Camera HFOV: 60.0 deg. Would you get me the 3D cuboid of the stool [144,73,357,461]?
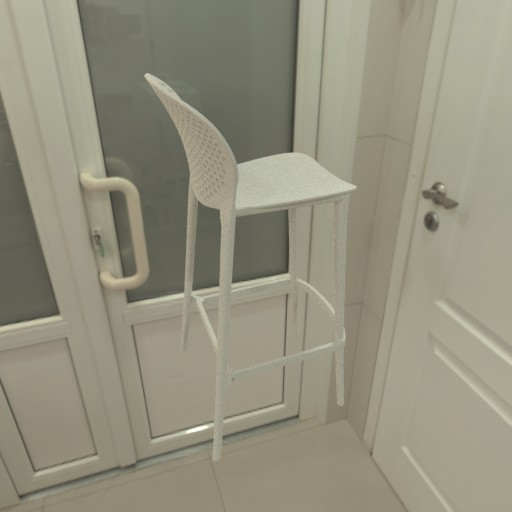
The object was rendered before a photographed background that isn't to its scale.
[{"bbox_3d":[0.000,0.000,1.353,0.535,1.045,0.536,-10,30,-17],"label":"stool"}]
